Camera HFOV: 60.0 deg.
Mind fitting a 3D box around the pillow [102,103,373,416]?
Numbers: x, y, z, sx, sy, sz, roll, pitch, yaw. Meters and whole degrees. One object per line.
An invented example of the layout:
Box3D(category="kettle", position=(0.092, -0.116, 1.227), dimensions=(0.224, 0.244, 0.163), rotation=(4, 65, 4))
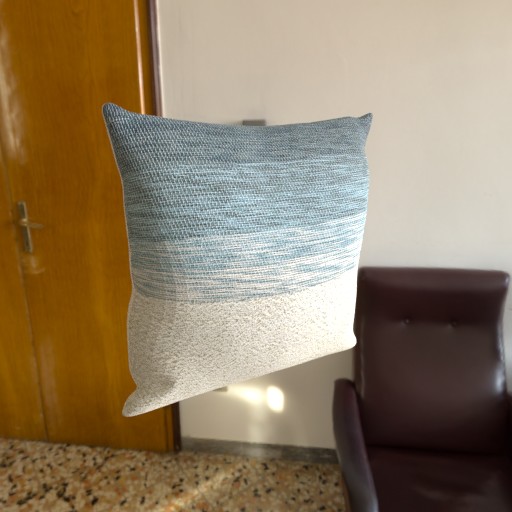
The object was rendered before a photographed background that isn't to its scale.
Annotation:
Box3D(category="pillow", position=(0.000, 0.000, 0.687), dimensions=(0.440, 0.441, 0.182), rotation=(-9, 19, -27))
